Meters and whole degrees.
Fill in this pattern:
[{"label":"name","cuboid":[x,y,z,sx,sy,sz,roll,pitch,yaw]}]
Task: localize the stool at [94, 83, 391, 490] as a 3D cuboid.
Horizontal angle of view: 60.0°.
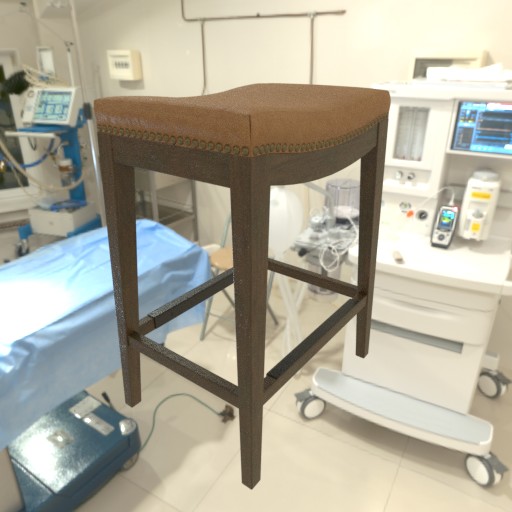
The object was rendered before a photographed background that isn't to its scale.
[{"label":"stool","cuboid":[0.000,0.000,0.944,0.361,0.660,0.500,18,30,33]}]
